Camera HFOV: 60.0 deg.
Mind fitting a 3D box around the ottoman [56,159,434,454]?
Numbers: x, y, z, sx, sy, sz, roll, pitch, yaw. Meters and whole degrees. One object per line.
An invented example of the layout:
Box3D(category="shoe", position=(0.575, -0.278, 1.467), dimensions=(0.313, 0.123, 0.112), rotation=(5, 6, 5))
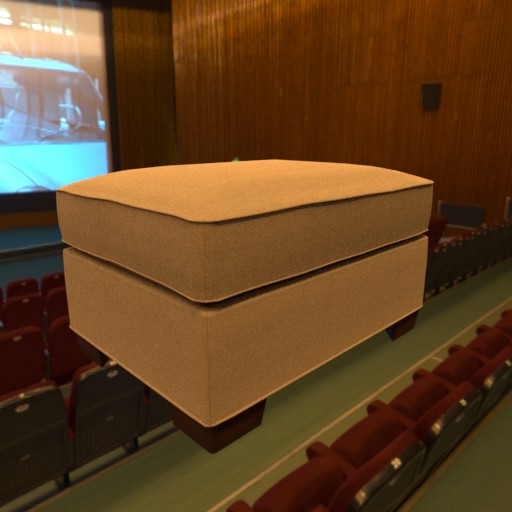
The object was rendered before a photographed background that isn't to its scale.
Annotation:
Box3D(category="ottoman", position=(0.000, 0.000, 1.230), dimensions=(0.846, 0.503, 0.617), rotation=(-15, 21, -42))
